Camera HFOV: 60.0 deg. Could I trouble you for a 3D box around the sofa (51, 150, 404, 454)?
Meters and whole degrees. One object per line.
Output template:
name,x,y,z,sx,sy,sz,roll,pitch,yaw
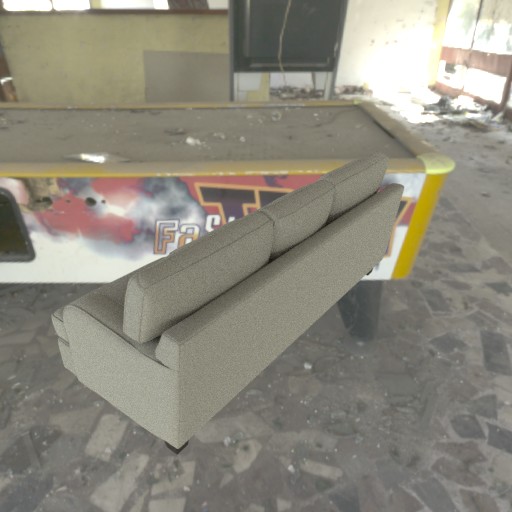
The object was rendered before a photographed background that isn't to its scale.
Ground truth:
sofa,0.000,0.000,2.850,1.016,0.997,2.323,20,34,32
